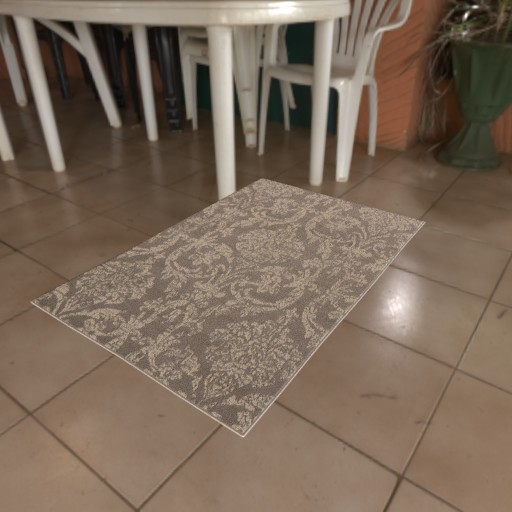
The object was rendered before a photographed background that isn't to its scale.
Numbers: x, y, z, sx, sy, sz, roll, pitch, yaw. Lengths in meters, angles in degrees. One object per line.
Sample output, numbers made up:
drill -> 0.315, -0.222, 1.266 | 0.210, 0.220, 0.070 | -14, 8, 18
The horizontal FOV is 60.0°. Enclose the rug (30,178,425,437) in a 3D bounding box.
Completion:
rug -> 0.000, 0.000, 2.334 | 1.206, 0.012, 1.824 | 21, 37, 30
